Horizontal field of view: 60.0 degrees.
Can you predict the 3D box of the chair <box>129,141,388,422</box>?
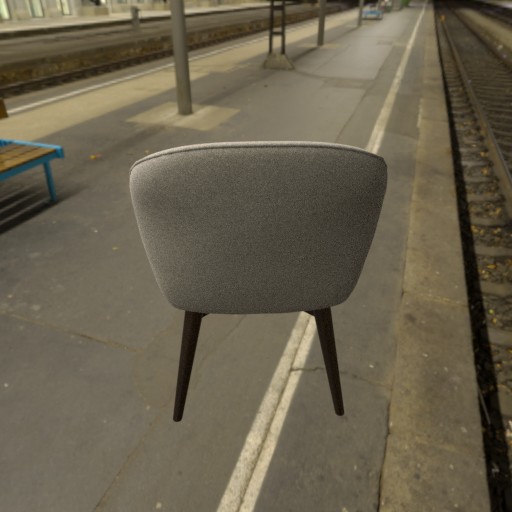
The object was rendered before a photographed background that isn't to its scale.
[{"bbox_3d":[0.000,0.000,1.227,0.589,0.810,0.611,-1,31,-2],"label":"chair"}]
